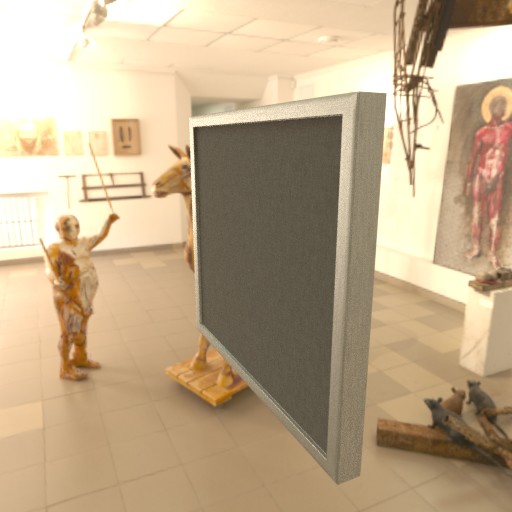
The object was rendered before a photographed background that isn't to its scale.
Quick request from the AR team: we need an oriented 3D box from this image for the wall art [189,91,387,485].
[{"bbox_3d":[0.000,0.000,0.523,0.028,0.330,0.380,-7,16,-25],"label":"wall art"}]
